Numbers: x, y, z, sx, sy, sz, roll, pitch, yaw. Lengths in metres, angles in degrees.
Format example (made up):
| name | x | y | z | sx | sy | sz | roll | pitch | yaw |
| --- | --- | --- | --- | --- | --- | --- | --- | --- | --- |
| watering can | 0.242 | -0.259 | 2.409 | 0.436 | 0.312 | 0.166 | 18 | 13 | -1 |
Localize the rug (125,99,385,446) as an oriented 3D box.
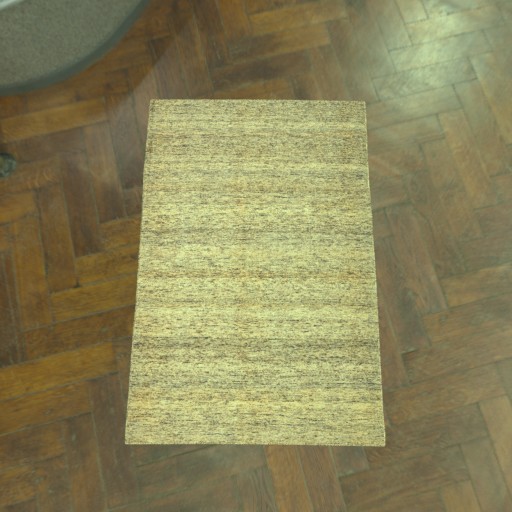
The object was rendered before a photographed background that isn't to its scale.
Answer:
| name | x | y | z | sx | sy | sz | roll | pitch | yaw |
| --- | --- | --- | --- | --- | --- | --- | --- | --- | --- |
| rug | 0.000 | 0.000 | 2.322 | 1.243 | 0.014 | 1.846 | 0 | 76 | 0 |
